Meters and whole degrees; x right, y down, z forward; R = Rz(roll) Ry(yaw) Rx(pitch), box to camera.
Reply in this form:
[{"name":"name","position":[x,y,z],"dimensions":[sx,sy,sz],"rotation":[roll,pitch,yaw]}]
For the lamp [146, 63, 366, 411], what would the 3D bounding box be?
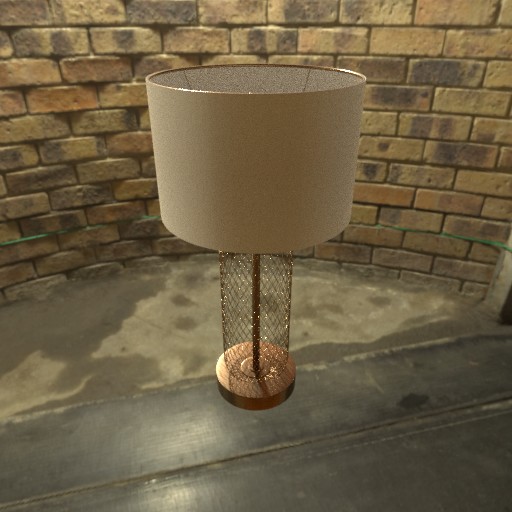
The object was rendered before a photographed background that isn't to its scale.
[{"name":"lamp","position":[0.000,0.000,0.635],"dimensions":[0.252,0.483,0.252],"rotation":[21,35,32]}]
